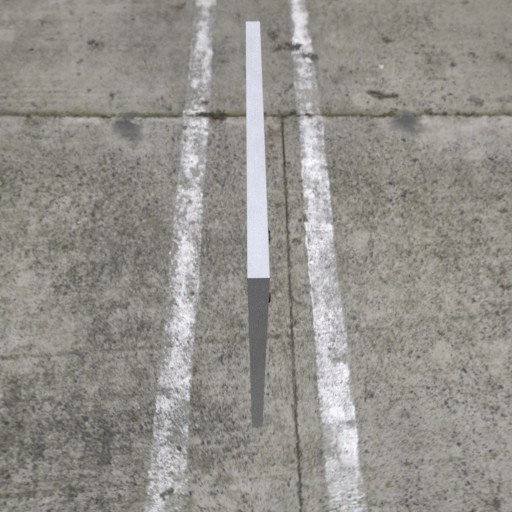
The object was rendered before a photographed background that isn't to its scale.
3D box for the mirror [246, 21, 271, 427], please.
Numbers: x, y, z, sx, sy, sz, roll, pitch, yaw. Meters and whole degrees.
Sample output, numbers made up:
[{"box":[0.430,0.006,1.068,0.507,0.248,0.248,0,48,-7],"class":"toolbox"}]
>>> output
[{"box":[0.000,0.000,1.343,0.041,1.016,0.762,-1,56,-1],"class":"mirror"}]
